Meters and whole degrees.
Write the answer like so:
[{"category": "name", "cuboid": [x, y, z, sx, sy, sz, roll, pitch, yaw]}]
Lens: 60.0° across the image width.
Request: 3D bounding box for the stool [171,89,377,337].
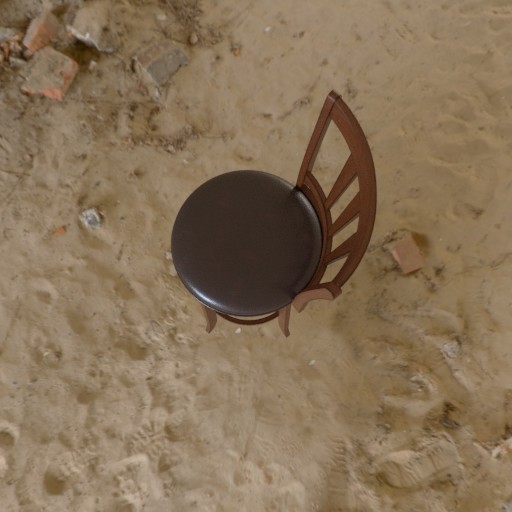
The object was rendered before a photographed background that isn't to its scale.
[{"category": "stool", "cuboid": [0.000, 0.000, 1.473, 0.503, 1.177, 0.464, 3, 75, 1]}]
